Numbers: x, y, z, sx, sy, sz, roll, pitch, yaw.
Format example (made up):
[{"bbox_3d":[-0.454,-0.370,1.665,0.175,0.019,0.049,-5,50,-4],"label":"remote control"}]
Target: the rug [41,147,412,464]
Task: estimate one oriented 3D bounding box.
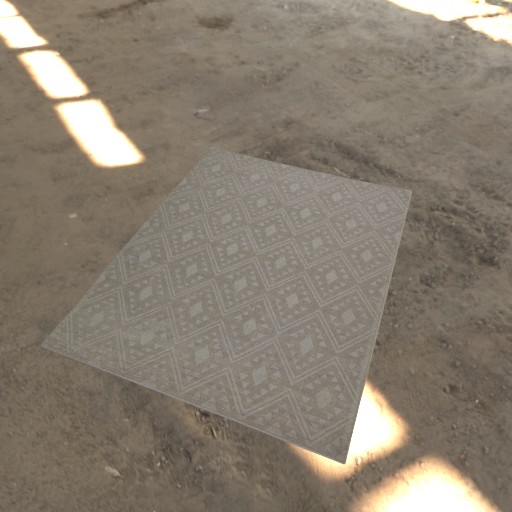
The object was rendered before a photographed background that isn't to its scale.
[{"bbox_3d":[0.000,0.000,4.074,2.399,0.054,3.011,16,48,15],"label":"rug"}]
